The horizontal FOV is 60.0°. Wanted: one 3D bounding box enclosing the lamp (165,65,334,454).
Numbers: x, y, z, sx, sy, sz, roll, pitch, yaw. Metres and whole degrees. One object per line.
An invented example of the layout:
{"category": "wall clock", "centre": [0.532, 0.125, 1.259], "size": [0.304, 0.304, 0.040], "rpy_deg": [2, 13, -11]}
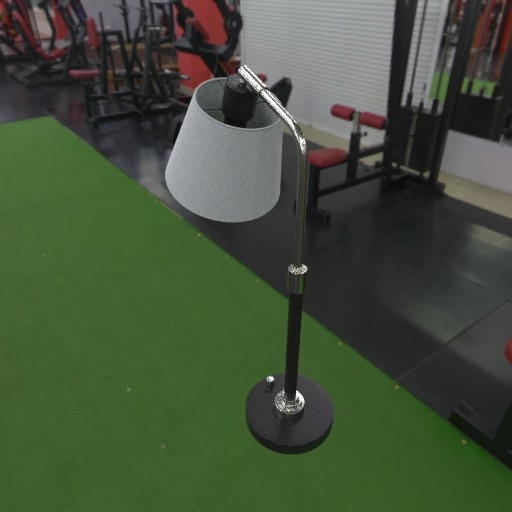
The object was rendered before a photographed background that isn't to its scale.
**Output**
{"category": "lamp", "centre": [0.000, 0.000, 0.683], "size": [0.181, 0.539, 0.348], "rpy_deg": [-20, 37, -28]}
